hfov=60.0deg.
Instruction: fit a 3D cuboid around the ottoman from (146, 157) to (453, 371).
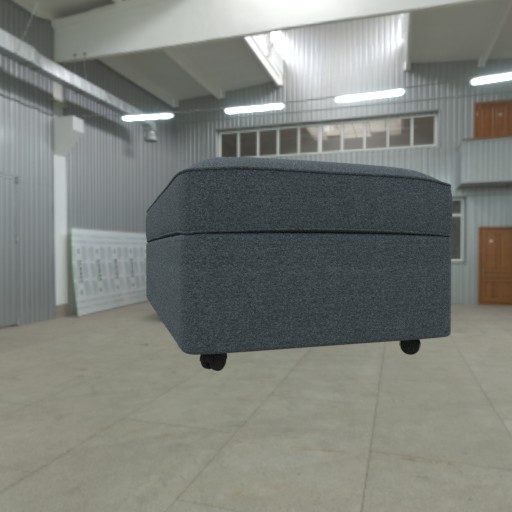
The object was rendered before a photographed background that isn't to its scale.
[{"bbox_3d":[0.000,0.000,1.546,0.681,0.494,1.173,0,1,-18],"label":"ottoman"}]
